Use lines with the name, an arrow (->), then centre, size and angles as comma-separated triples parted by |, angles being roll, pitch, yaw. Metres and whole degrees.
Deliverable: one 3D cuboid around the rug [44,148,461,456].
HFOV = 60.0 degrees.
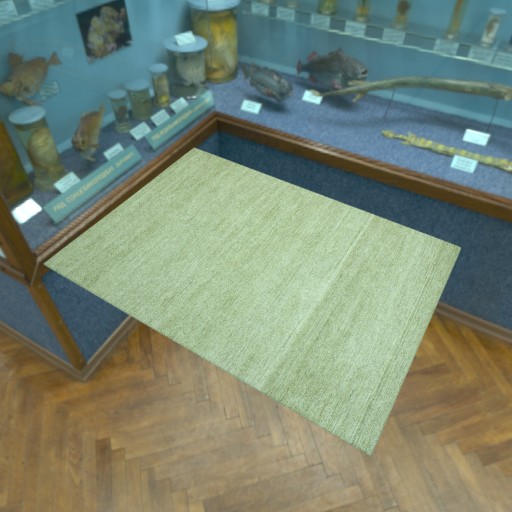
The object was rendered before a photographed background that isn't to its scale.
rug -> 0.000, 0.000, 2.941 | 2.270, 0.017, 1.606 | 25, 51, 21
